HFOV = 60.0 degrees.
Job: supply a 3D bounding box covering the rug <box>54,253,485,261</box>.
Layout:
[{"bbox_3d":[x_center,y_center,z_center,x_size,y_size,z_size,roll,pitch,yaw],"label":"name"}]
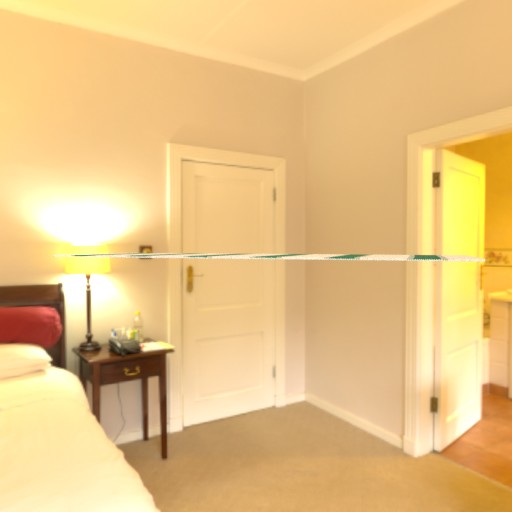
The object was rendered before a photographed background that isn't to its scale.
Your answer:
[{"bbox_3d":[0.000,0.000,2.741,2.438,0.012,0.768,1,1,20],"label":"rug"}]
